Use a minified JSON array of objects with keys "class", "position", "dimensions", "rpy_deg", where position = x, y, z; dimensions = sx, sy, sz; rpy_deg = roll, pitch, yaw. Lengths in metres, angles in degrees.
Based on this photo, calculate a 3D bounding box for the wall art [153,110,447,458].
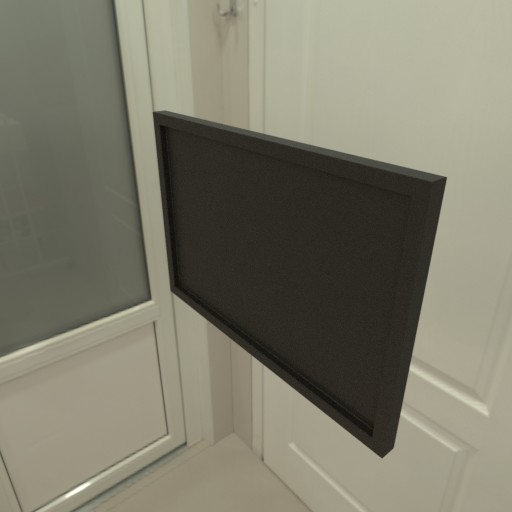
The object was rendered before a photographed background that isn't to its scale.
[{"class":"wall art","position":[0.000,0.000,0.559],"dimensions":[0.021,0.301,0.443],"rpy_deg":[-20,33,-35]}]
